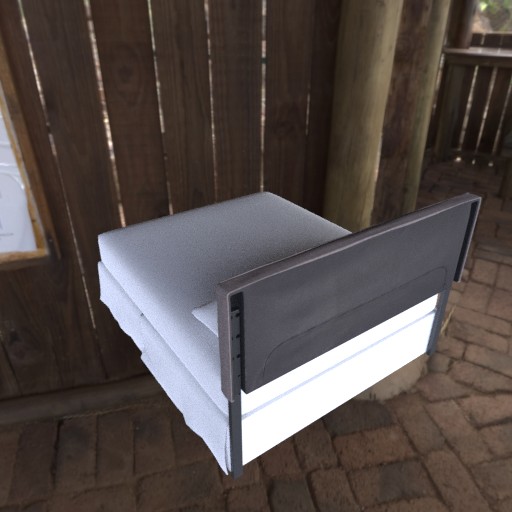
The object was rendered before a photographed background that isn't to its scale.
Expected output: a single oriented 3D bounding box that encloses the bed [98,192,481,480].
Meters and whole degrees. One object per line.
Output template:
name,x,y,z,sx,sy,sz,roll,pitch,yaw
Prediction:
bed,0.000,0.000,2.855,1.610,1.089,1.894,-19,34,-30
